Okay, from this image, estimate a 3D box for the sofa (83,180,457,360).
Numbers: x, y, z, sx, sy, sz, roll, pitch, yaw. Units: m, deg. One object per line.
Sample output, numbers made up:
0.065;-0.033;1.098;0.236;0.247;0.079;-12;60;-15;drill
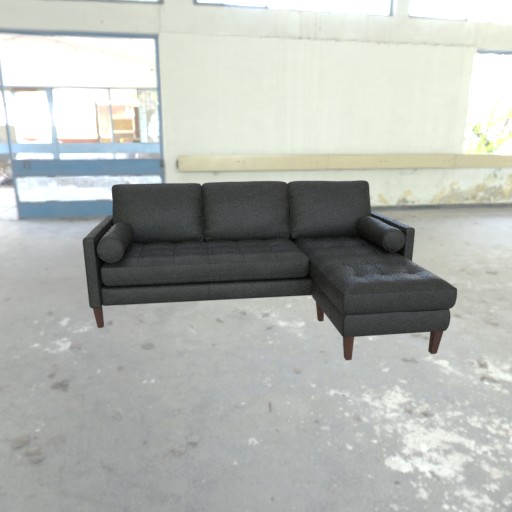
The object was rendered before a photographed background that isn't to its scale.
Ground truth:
0.000;0.000;2.965;2.178;0.876;1.497;-2;15;-8;sofa
